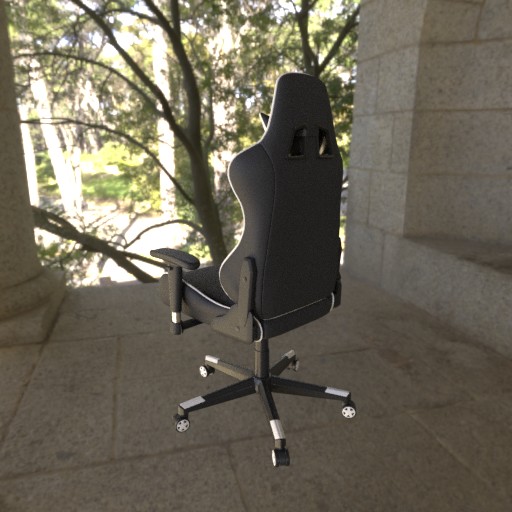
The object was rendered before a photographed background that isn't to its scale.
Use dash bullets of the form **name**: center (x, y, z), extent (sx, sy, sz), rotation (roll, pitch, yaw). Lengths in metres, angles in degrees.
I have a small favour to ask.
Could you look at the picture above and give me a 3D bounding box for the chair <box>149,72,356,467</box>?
- **chair**: center (0.000, 0.000, 1.662), extent (0.700, 1.240, 0.700), rotation (-14, 19, -43)
